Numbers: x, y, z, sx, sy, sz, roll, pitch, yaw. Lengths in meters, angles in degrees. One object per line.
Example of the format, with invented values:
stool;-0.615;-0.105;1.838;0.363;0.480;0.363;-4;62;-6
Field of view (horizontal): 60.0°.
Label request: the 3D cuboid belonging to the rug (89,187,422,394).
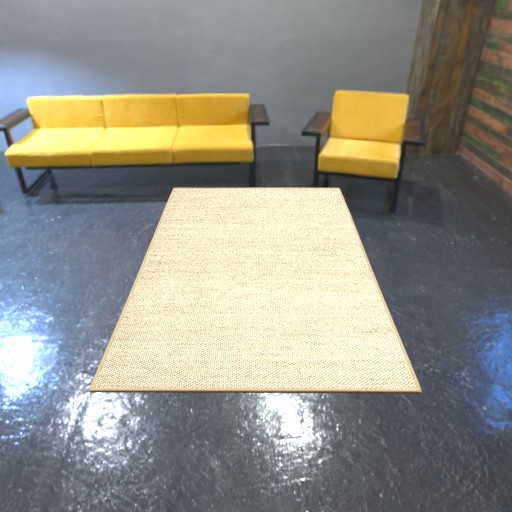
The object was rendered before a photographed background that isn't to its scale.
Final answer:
rug;0.000;0.000;2.114;1.062;0.013;1.667;0;31;0
